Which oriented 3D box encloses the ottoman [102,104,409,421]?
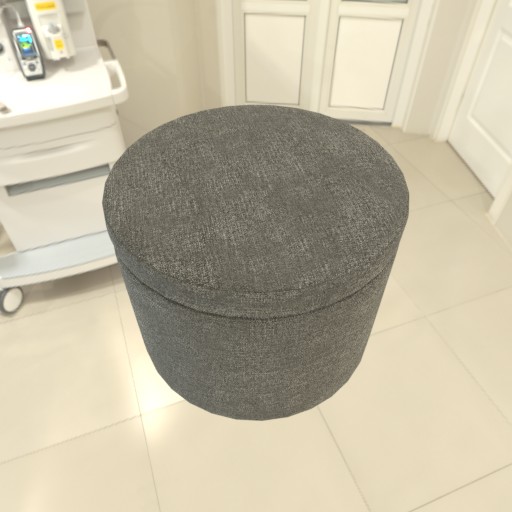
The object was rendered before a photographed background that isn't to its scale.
[{"bbox_3d":[0.000,0.000,0.868,0.500,0.419,0.500,0,46,0],"label":"ottoman"}]
